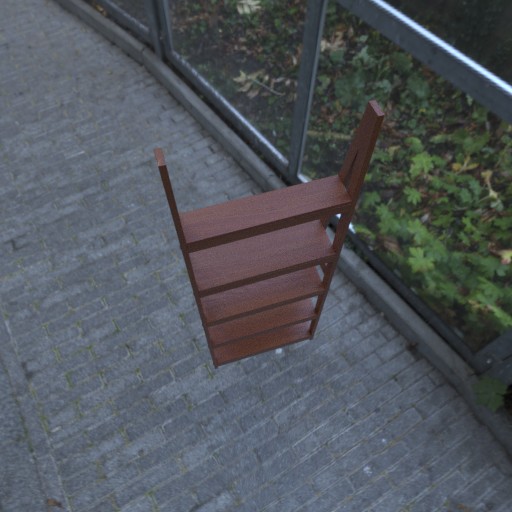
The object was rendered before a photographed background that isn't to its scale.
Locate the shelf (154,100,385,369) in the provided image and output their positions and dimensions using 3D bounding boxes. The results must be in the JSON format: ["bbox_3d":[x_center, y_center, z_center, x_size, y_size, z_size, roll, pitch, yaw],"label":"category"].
[{"bbox_3d":[0.000,0.000,2.010,0.630,1.780,0.356,-15,61,-9],"label":"shelf"}]
